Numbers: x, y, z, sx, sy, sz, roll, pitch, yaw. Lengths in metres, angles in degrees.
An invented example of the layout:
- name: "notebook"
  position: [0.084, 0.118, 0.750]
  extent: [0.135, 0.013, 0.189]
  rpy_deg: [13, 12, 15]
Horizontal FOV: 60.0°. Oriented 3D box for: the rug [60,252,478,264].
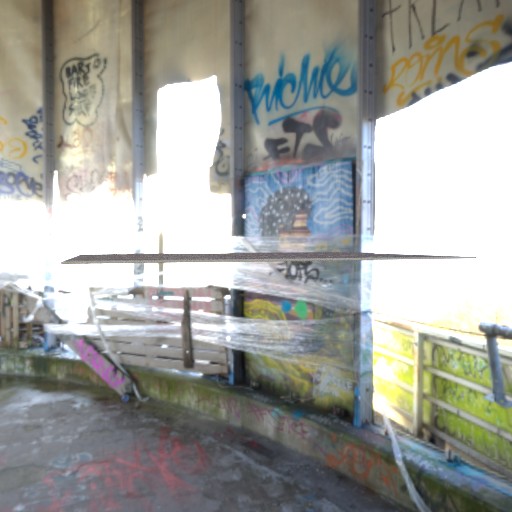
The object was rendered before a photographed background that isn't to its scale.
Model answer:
- name: "rug"
  position: [0.000, 0.000, 2.993]
  extent: [2.294, 0.014, 1.528]
  rpy_deg: [-1, 2, -19]
